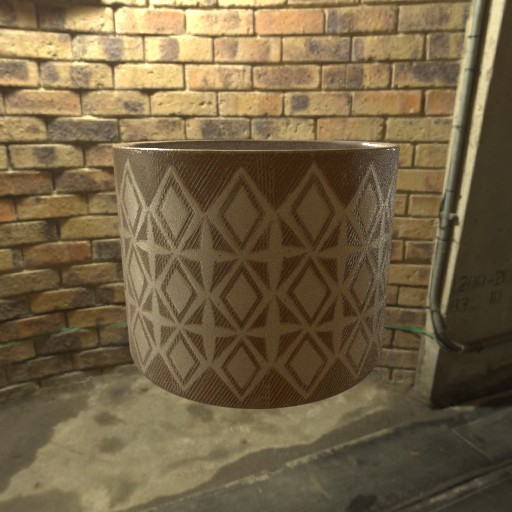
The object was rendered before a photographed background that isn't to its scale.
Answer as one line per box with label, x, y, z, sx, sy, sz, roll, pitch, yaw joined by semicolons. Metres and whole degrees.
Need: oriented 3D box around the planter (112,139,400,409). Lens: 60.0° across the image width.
planter;0.000;0.000;0.334;0.193;0.165;0.193;0;16;0
